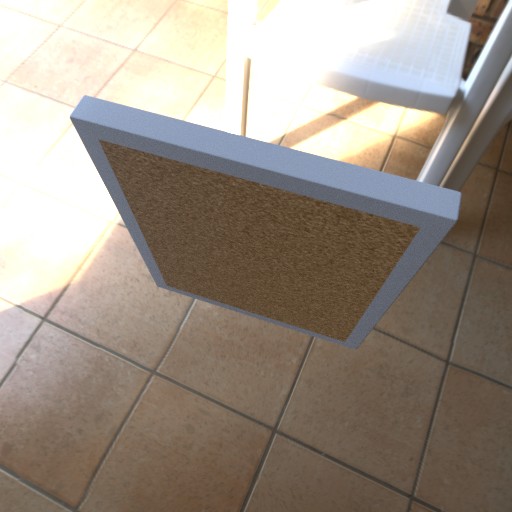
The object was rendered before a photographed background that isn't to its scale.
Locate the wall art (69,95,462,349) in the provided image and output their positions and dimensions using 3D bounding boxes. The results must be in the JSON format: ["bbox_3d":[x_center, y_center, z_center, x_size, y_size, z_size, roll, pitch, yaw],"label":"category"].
[{"bbox_3d":[0.000,0.000,0.533,0.331,0.381,0.028,17,65,8],"label":"wall art"}]
